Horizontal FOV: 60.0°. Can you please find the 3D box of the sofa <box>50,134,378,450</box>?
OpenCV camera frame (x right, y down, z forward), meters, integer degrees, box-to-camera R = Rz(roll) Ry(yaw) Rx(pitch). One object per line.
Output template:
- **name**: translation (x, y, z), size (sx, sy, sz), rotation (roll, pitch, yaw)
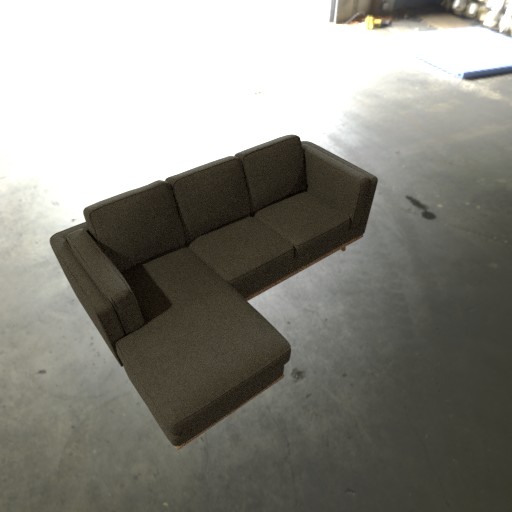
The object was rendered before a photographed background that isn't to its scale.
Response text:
- **sofa**: translation (0.000, 0.000, 3.278), size (2.411, 0.929, 1.604), rotation (-27, 48, -27)
